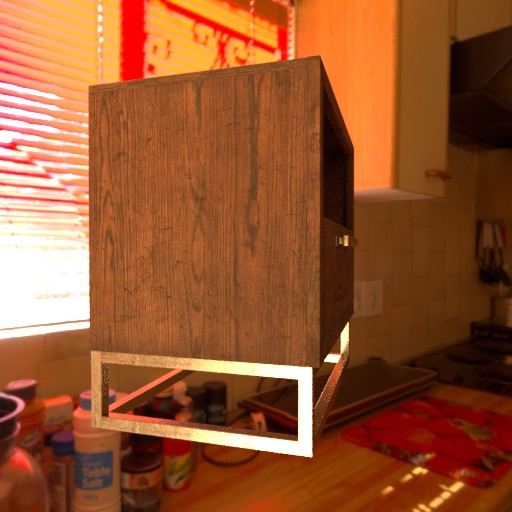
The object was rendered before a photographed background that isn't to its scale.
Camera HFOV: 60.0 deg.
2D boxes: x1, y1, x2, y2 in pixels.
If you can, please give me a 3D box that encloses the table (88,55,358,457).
[{"bbox_3d":[0.000,0.000,1.253,0.542,0.746,0.767,0,1,17],"label":"table"}]
